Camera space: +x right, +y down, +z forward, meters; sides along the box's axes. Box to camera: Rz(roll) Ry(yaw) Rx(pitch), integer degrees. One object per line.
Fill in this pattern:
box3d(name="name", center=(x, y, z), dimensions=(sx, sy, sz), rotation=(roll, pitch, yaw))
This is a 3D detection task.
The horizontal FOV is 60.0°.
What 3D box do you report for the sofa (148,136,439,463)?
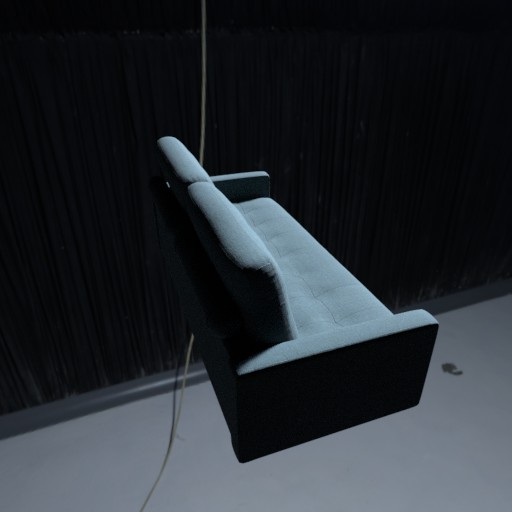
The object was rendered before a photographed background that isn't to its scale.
box3d(name="sofa", center=(0.000, 0.000, 2.574), dimensions=(0.966, 1.050, 2.010), rotation=(-10, 32, -18))
